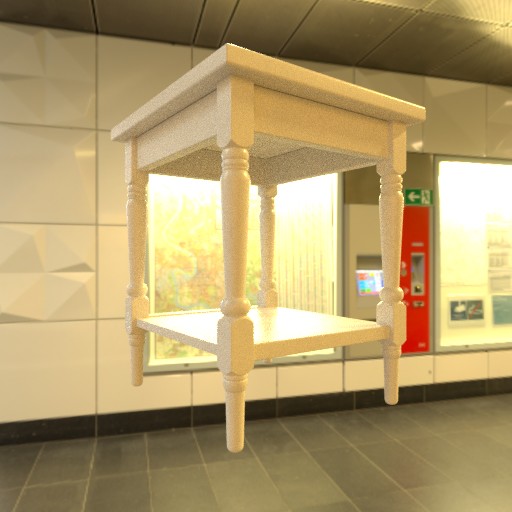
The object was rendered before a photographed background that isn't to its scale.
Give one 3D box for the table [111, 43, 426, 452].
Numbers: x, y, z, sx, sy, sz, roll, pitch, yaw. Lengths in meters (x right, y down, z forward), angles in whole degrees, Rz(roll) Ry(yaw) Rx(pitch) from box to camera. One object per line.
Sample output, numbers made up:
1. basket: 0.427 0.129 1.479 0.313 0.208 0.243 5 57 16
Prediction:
1. table: 0.000 0.000 0.909 0.442 0.565 0.488 0 0 -35
